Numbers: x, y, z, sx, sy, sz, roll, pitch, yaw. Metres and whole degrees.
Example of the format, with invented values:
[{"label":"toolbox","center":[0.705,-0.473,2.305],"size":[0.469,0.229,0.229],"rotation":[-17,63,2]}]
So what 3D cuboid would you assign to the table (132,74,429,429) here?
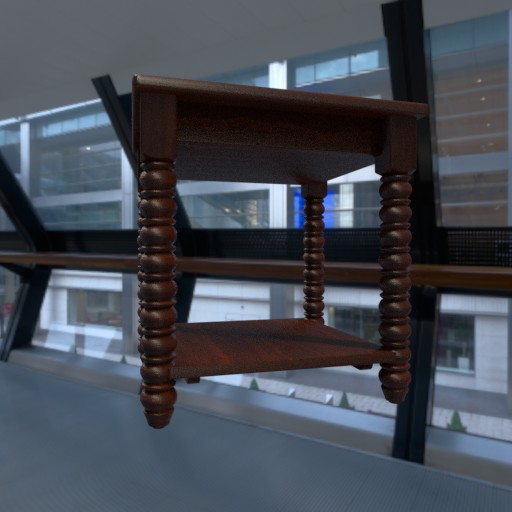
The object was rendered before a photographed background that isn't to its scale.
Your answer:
[{"label":"table","center":[0.000,0.000,0.992],"size":[0.533,0.567,0.500],"rotation":[0,1,-16]}]
